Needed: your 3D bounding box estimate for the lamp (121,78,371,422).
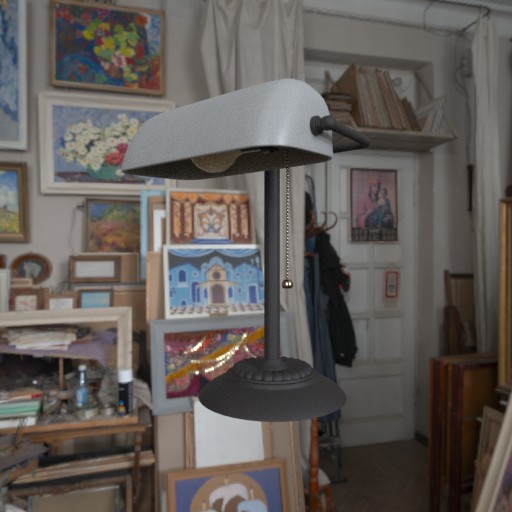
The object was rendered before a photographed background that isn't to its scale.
[{"bbox_3d":[0.000,0.000,0.516,0.264,0.339,0.243,0,1,38],"label":"lamp"}]
